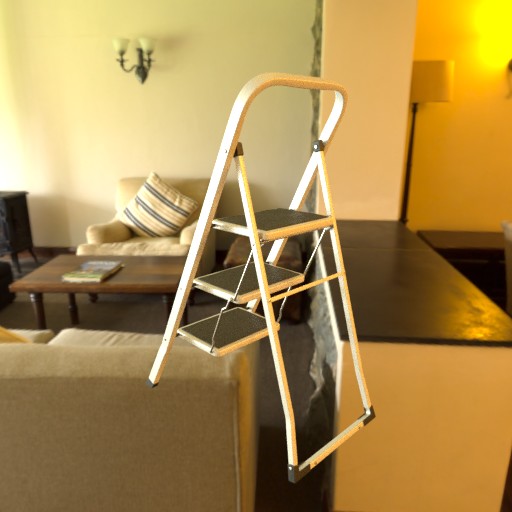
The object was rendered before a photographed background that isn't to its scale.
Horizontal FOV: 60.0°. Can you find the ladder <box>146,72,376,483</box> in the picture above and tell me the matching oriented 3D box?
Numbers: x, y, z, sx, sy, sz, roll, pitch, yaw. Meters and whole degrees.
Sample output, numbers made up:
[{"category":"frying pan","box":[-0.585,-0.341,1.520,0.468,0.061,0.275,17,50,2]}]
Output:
[{"category":"ladder","box":[0.000,0.000,1.420,0.460,1.050,0.711,-15,22,-42]}]
